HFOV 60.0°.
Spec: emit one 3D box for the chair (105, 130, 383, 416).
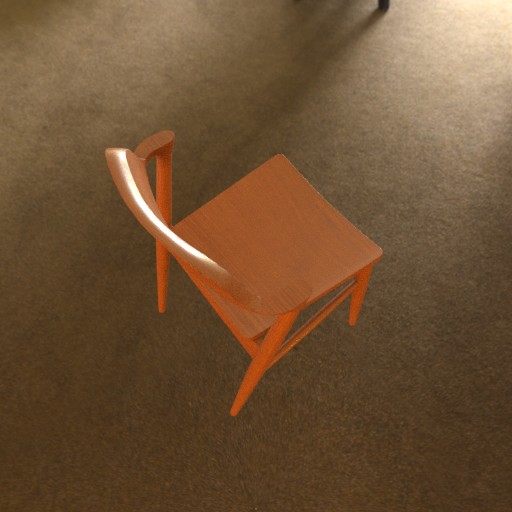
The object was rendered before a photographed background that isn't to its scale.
[{"bbox_3d":[0.000,0.000,1.128,0.499,0.801,0.496,-33,66,-17],"label":"chair"}]
